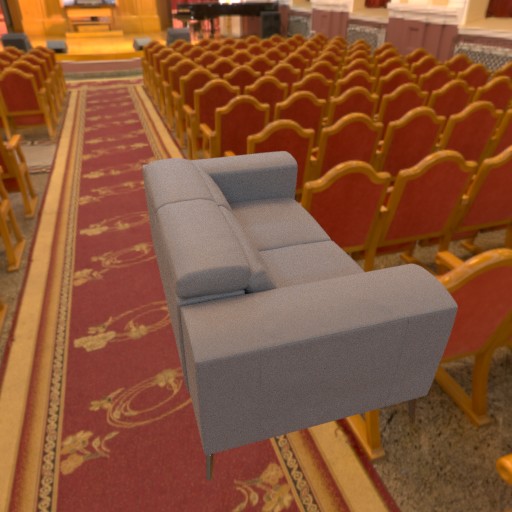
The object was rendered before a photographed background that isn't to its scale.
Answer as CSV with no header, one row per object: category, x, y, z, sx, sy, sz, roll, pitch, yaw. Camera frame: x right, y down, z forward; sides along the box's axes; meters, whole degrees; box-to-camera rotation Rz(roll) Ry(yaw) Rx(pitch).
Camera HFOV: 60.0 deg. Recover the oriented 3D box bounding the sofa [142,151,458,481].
sofa,0.000,0.000,2.372,1.003,0.779,1.895,-9,32,-15
